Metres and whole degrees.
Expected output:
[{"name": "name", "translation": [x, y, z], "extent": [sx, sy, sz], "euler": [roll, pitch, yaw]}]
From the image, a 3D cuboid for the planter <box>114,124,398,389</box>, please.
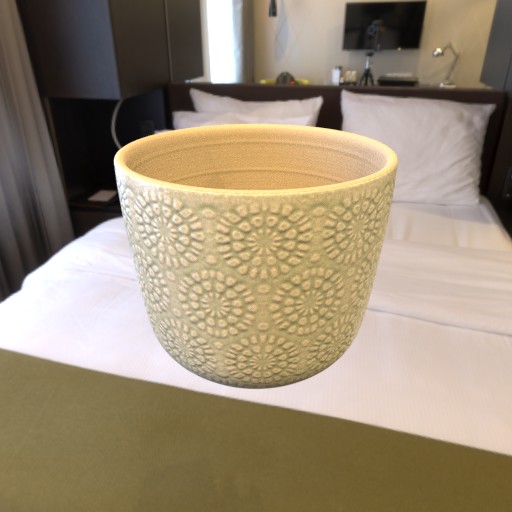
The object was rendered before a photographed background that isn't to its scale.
[{"name": "planter", "translation": [0.000, 0.000, 0.225], "extent": [0.124, 0.109, 0.124], "euler": [0, 27, 0]}]
